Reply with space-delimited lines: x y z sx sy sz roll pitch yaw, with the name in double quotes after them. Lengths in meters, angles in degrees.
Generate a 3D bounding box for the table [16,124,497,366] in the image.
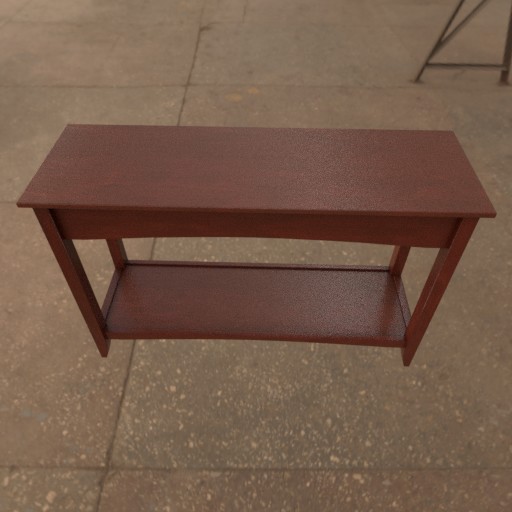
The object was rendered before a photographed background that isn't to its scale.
0.000 0.000 1.491 1.188 0.739 0.392 1 46 1 "table"
